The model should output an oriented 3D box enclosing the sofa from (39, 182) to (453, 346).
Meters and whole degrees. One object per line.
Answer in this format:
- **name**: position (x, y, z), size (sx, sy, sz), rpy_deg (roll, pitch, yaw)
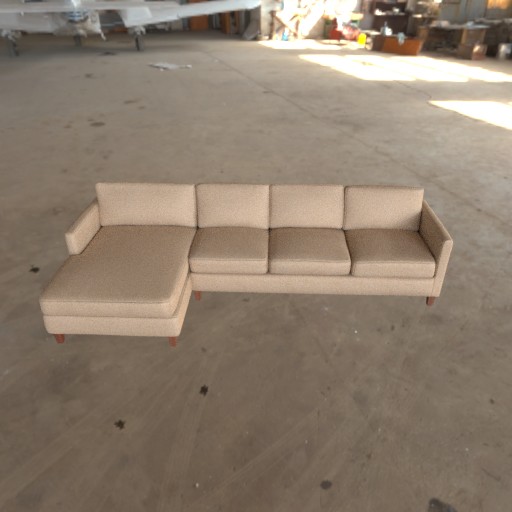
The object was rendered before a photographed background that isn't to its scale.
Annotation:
- **sofa**: position (0.000, 0.000, 3.794), size (3.201, 0.876, 1.502), rpy_deg (1, 31, 2)
